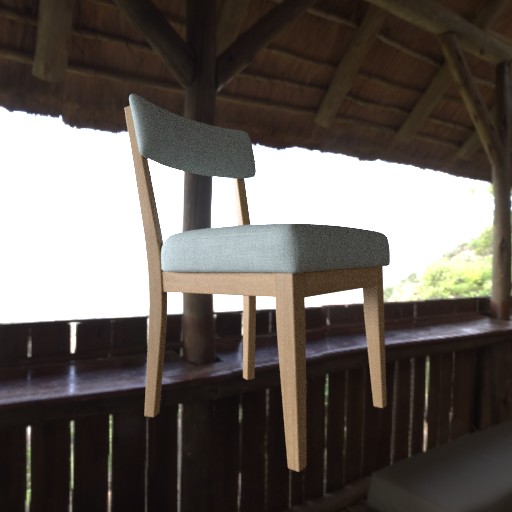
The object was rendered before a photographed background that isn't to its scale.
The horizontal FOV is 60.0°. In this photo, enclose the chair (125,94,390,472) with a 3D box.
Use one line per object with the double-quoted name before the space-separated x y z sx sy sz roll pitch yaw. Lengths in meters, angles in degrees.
"chair" 0.000 0.000 1.190 0.572 0.832 0.508 1 1 37
